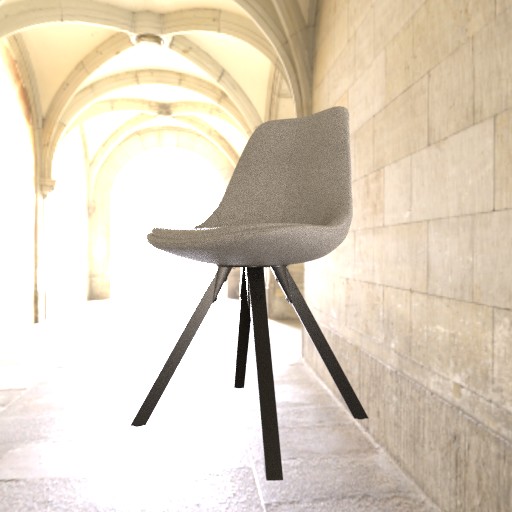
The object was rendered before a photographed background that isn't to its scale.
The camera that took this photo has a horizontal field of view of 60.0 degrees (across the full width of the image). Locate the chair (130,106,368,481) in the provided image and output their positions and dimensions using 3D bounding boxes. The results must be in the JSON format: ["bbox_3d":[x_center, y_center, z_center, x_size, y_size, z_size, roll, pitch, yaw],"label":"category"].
[{"bbox_3d":[0.000,0.000,1.154,0.485,0.850,0.550,1,1,37],"label":"chair"}]
